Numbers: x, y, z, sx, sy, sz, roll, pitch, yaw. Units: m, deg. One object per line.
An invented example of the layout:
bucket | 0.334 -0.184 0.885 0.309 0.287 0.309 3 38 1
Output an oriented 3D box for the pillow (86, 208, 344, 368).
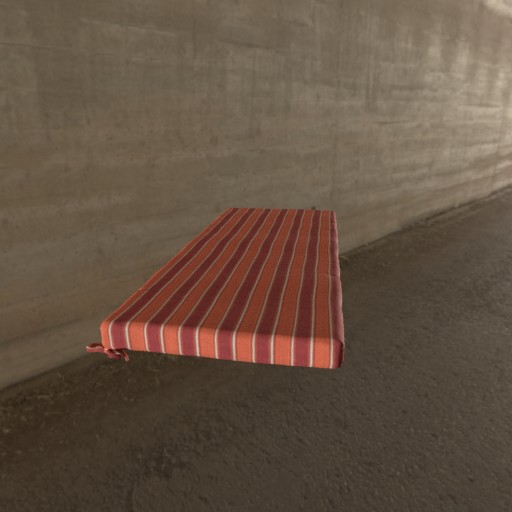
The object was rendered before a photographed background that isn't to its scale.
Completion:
pillow | 0.000 0.000 1.341 0.492 0.081 1.187 3 18 9
